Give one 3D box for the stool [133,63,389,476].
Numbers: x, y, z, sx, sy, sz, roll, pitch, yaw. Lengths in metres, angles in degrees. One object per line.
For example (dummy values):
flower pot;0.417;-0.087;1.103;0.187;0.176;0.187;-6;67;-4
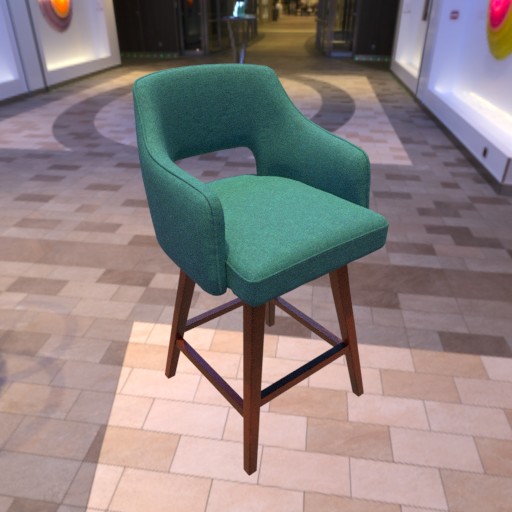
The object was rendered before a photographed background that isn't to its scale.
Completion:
stool;0.000;0.000;1.268;0.548;0.961;0.556;-21;36;-32
